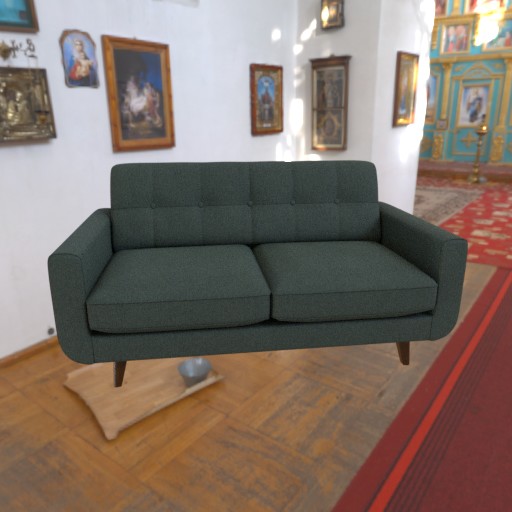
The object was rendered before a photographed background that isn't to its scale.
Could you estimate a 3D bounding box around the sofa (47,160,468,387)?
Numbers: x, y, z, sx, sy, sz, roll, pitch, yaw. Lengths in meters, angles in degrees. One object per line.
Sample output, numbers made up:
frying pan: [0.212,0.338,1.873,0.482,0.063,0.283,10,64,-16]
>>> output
sofa: [0.000,0.000,2.127,1.631,0.841,0.909,-2,17,-7]
